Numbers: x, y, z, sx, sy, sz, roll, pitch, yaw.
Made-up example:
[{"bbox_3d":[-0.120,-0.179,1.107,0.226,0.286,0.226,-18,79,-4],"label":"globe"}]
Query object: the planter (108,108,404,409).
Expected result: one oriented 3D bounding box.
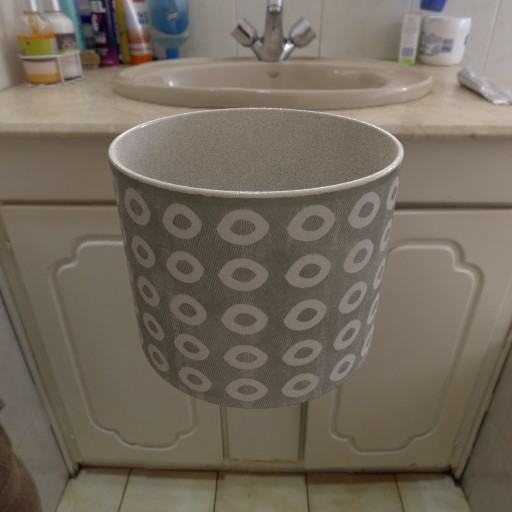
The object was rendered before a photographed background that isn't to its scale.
[{"bbox_3d":[0.000,0.000,0.341,0.190,0.181,0.190,0,30,0],"label":"planter"}]
